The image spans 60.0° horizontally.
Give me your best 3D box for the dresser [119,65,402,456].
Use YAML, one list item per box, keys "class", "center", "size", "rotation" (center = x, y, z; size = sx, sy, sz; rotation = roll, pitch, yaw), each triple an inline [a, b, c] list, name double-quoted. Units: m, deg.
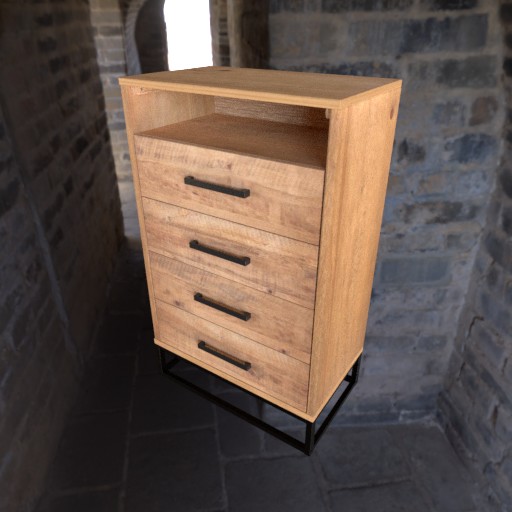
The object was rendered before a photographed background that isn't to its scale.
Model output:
- class: "dresser"
  center: [0.000, 0.000, 1.658]
  size: [0.761, 1.240, 0.479]
  rotation: [18, 33, 29]
